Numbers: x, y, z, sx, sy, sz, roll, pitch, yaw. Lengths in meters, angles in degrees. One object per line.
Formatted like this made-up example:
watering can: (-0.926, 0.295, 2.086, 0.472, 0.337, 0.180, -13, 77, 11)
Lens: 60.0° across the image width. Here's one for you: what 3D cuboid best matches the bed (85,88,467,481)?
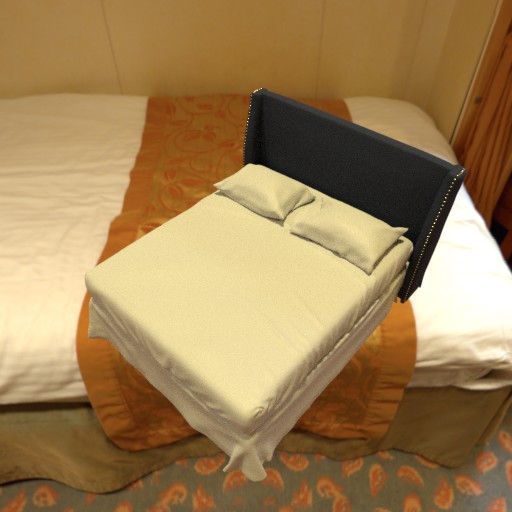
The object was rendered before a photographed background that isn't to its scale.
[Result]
bed: (0.000, 0.000, 3.360, 1.925, 1.332, 2.276, 33, 54, 28)
